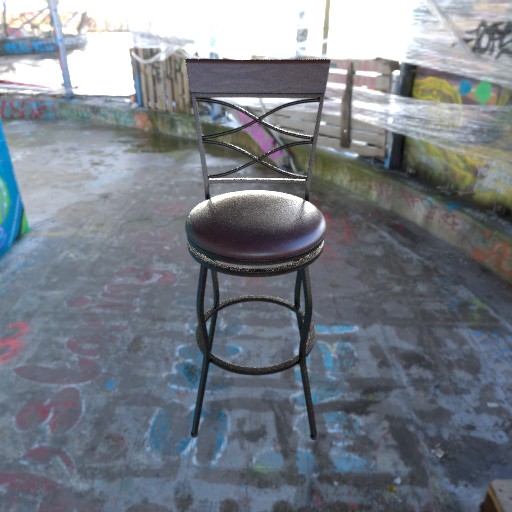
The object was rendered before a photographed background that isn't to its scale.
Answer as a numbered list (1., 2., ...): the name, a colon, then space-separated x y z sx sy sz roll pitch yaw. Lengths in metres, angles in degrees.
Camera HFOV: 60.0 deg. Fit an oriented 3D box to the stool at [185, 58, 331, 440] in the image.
1. stool: 0.000 0.000 1.438 0.448 1.130 0.513 1 30 1
